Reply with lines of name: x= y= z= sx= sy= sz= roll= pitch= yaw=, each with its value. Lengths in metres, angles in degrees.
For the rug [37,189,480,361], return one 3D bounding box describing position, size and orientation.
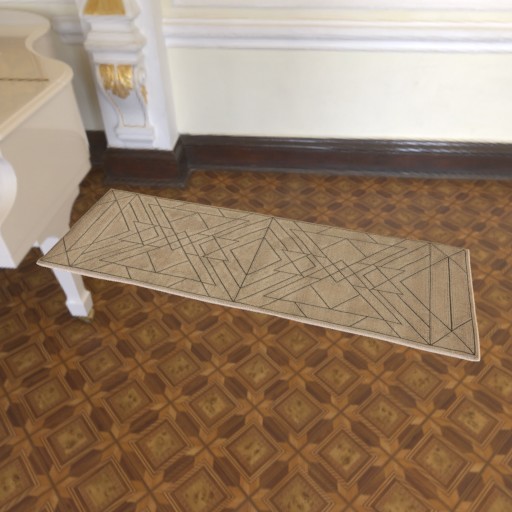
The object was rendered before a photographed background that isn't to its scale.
rug: x=0.000 y=0.000 z=2.572 sx=2.381 sy=0.036 sz=0.831 roll=11 pitch=42 yaw=12
